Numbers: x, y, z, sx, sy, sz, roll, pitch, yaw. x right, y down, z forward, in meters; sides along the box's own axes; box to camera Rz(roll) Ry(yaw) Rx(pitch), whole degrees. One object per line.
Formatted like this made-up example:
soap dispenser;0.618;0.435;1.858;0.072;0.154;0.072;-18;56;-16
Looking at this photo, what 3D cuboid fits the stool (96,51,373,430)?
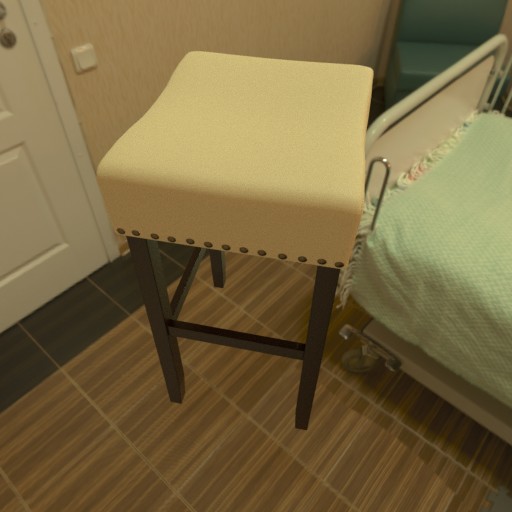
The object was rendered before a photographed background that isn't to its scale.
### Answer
stool;0.000;0.000;1.050;0.401;0.762;0.471;9;47;8
